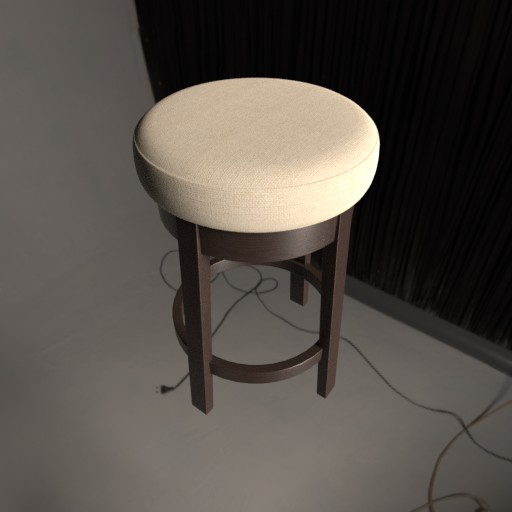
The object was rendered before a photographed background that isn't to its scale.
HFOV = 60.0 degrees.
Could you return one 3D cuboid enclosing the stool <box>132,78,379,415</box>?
[{"bbox_3d":[0.000,0.000,0.968,0.449,0.655,0.449,0,41,0],"label":"stool"}]
